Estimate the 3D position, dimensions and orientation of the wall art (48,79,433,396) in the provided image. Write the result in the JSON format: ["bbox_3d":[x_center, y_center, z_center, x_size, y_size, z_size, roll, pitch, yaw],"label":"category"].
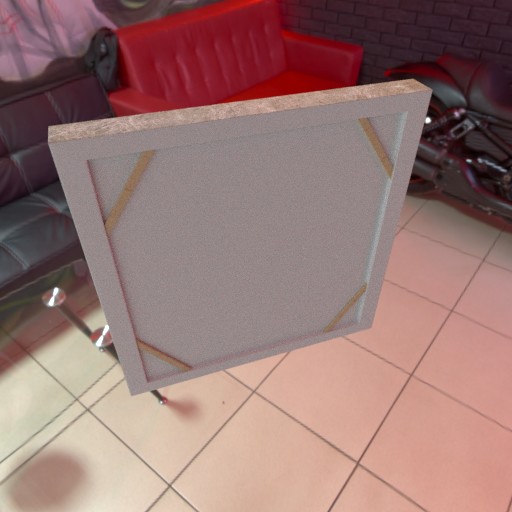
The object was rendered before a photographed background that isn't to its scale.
[{"bbox_3d":[0.000,0.000,0.591,0.405,0.407,0.038,-13,42,-14],"label":"wall art"}]
